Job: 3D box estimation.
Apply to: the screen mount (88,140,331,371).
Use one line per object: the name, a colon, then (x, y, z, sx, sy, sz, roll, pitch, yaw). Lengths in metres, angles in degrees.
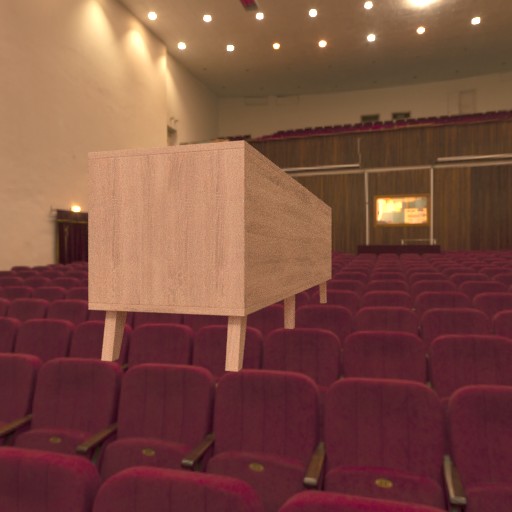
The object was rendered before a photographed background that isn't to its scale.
screen mount: (0.000, 0.000, 1.739, 0.400, 0.510, 1.500, 0, 0, 17)
